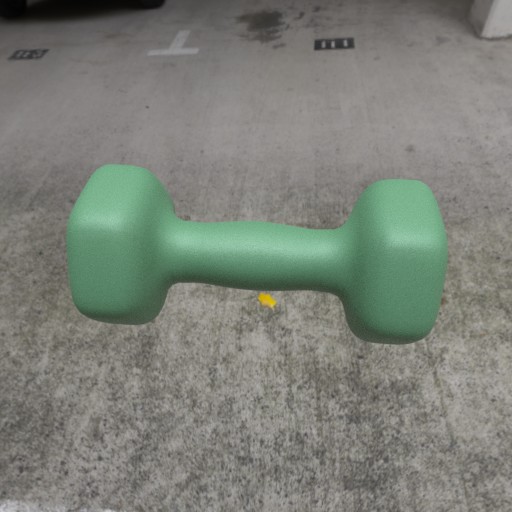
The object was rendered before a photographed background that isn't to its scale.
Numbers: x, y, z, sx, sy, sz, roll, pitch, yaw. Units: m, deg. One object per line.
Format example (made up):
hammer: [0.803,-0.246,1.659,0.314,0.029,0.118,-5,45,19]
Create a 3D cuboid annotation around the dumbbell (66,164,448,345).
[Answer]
dumbbell: [0.000,0.000,0.330,0.257,0.114,0.126,4,47,4]
